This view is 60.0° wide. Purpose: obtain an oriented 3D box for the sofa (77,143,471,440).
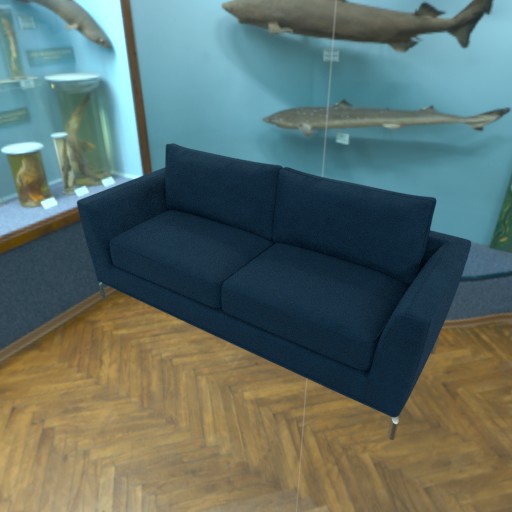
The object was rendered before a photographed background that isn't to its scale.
[{"bbox_3d":[0.000,0.000,2.701,2.212,0.998,0.853,18,35,29],"label":"sofa"}]
